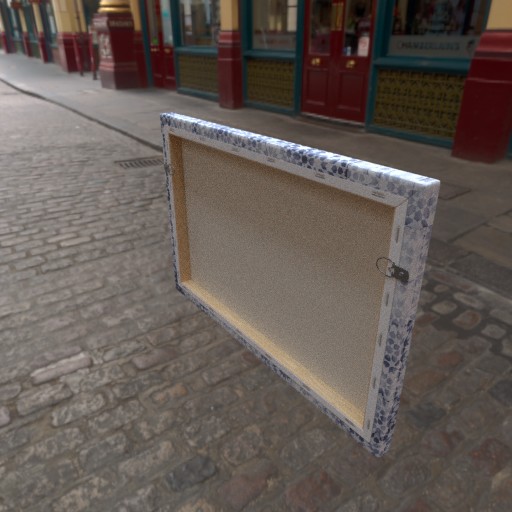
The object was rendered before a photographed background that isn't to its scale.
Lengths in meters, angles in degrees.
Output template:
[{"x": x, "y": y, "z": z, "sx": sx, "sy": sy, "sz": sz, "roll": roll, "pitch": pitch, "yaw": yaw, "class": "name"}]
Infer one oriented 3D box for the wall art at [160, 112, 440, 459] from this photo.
[{"x": 0.000, "y": 0.000, "z": 0.767, "sx": 0.030, "sy": 0.406, "sz": 0.608, "roll": -18, "pitch": 32, "yaw": -33, "class": "wall art"}]
